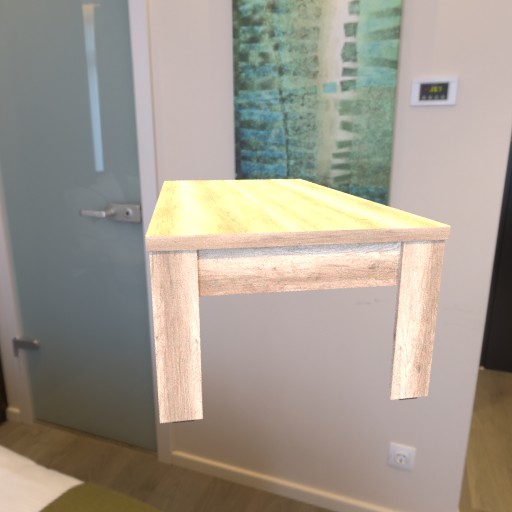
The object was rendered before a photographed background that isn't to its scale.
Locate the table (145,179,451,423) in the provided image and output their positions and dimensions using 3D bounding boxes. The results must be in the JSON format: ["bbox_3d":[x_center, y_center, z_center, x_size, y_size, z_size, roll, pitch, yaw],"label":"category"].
[{"bbox_3d":[0.000,0.000,1.687,0.700,0.460,1.350,-2,15,-9],"label":"table"}]
